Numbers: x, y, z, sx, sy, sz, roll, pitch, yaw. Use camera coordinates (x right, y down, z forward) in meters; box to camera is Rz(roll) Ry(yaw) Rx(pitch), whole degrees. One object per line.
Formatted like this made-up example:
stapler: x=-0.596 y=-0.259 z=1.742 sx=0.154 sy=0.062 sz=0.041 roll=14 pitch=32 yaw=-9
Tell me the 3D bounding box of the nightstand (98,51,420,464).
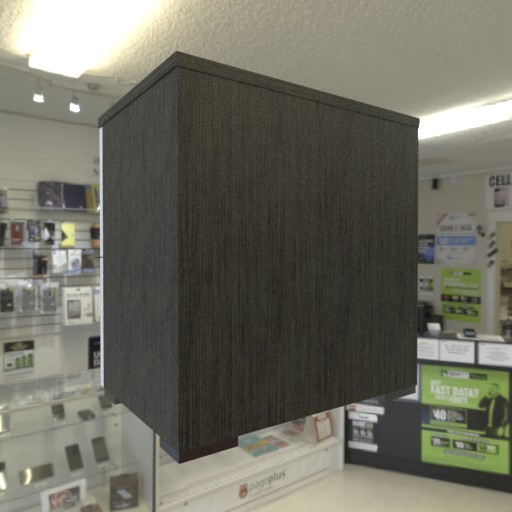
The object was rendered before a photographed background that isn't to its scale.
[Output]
nightstand: x=0.000 y=0.000 z=0.752 sx=0.441 sy=0.460 sz=0.325 roll=-1 pitch=1 yaw=-35
